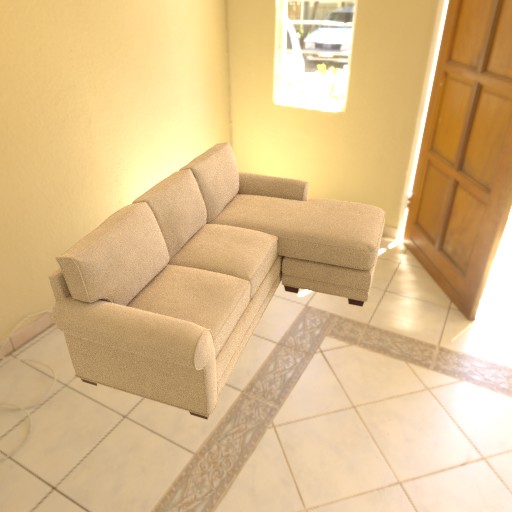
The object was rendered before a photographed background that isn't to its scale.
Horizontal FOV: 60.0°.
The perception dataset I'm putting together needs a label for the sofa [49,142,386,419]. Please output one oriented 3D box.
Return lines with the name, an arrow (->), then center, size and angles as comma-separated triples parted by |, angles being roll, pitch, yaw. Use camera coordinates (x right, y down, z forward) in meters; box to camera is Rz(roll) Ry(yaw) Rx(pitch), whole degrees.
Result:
sofa -> 0.000, 0.000, 2.387 | 1.226, 0.734, 1.770 | 10, 33, 17
